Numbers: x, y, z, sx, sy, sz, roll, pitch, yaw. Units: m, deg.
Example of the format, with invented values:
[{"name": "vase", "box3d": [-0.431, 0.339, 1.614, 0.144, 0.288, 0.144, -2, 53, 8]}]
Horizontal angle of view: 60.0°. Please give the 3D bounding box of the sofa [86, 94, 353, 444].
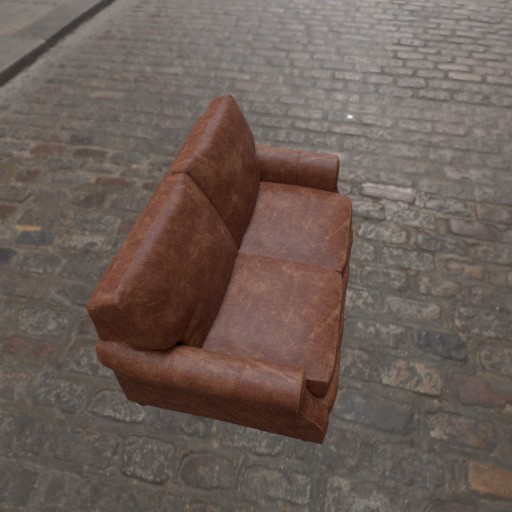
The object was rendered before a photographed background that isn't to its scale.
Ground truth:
[{"name": "sofa", "box3d": [0.000, 0.000, 2.250, 0.990, 0.967, 1.616, 9, 47, 9]}]
